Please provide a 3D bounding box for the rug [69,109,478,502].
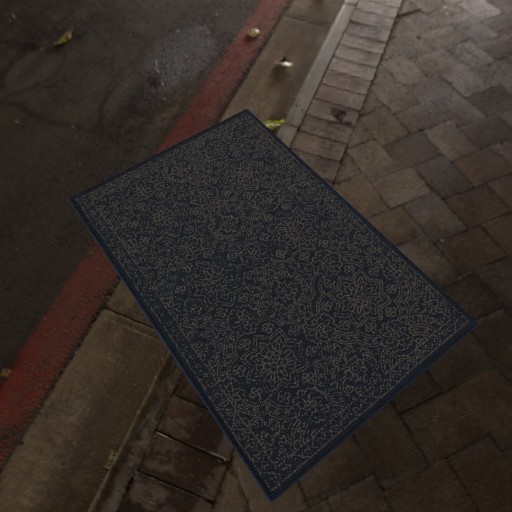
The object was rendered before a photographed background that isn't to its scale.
[{"bbox_3d":[0.000,0.000,2.248,1.219,0.010,1.829,-32,64,-18],"label":"rug"}]
